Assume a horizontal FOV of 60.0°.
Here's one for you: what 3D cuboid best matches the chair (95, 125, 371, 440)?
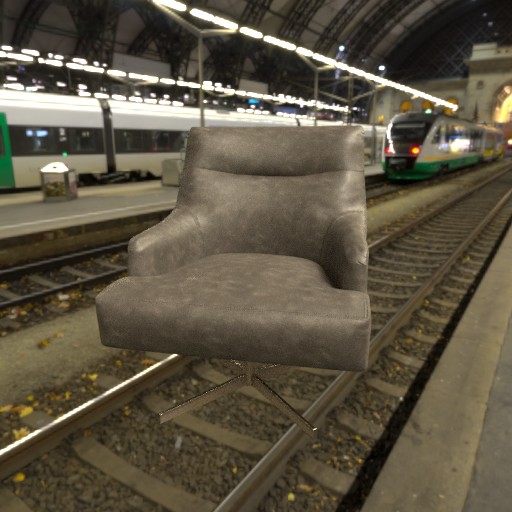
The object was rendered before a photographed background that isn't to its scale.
[{"bbox_3d":[0.000,0.000,1.498,0.738,0.870,0.874,3,14,11],"label":"chair"}]
